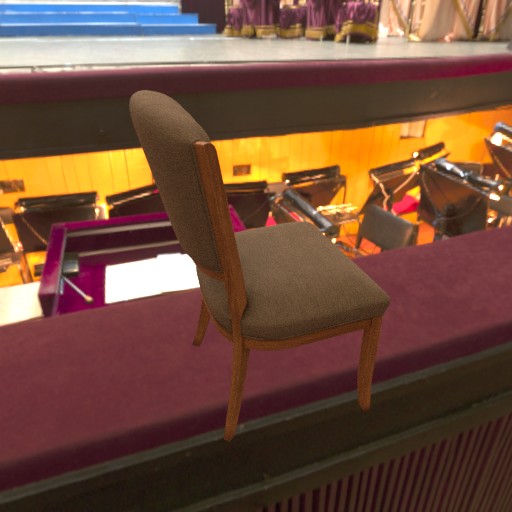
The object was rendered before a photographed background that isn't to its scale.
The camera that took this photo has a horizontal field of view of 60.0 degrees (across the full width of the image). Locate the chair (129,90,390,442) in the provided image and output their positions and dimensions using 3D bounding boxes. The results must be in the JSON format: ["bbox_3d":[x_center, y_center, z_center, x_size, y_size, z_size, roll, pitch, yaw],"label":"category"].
[{"bbox_3d":[0.000,0.000,1.264,0.584,0.905,0.513,-10,31,-17],"label":"chair"}]
